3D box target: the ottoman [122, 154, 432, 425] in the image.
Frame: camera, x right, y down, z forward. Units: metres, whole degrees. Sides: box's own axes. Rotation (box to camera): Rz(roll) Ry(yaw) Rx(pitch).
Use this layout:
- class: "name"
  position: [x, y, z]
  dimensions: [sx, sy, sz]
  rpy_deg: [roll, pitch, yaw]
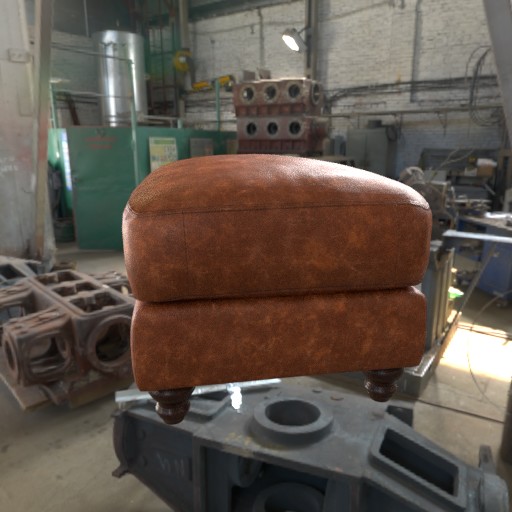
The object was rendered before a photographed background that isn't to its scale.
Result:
- class: "ottoman"
  position: [0.000, 0.000, 1.259]
  dimensions: [0.657, 0.562, 0.832]
  rpy_deg: [-3, 15, -10]
